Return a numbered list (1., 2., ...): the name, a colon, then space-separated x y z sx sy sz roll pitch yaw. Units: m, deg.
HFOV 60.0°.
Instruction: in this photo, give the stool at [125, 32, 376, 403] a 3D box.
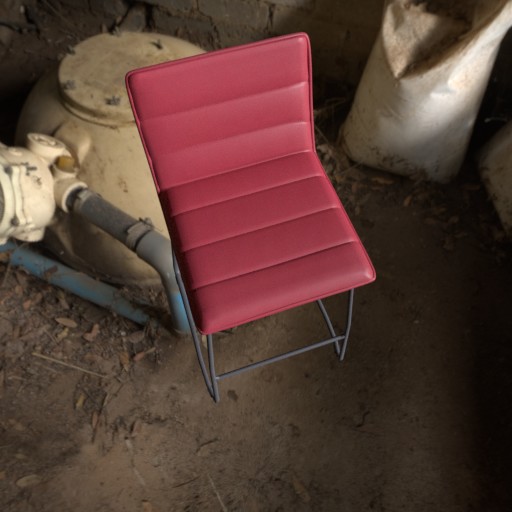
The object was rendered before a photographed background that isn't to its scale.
1. stool: 0.000 0.000 1.196 0.489 0.937 0.524 -17 65 -8
